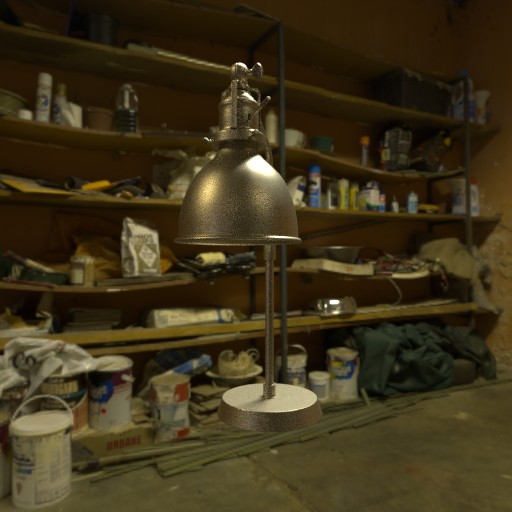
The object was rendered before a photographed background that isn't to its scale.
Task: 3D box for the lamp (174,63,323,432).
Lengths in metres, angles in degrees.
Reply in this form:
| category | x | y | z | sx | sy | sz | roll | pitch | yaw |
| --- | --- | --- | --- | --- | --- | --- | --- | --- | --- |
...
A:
| category | x | y | z | sx | sy | sz | roll | pitch | yaw |
| --- | --- | --- | --- | --- | --- | --- | --- | --- | --- |
| lamp | 0.000 | 0.000 | 0.589 | 0.153 | 0.456 | 0.286 | 0 | -1 | 17 |
